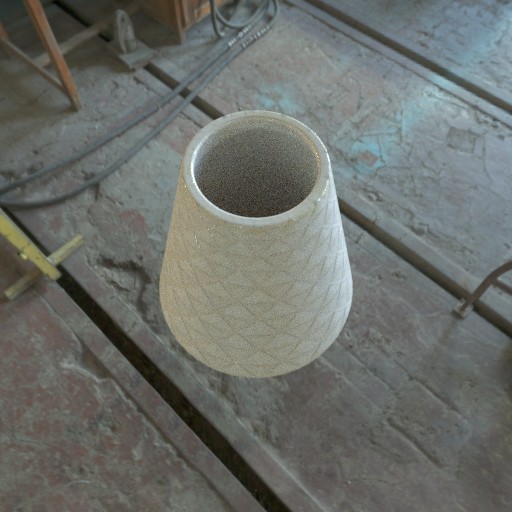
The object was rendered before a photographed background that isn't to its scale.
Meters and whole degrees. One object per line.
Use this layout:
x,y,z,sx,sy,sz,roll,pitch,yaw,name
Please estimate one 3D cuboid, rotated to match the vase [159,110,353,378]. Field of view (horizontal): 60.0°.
0.000,0.000,0.361,0.175,0.230,0.175,0,62,0,vase
